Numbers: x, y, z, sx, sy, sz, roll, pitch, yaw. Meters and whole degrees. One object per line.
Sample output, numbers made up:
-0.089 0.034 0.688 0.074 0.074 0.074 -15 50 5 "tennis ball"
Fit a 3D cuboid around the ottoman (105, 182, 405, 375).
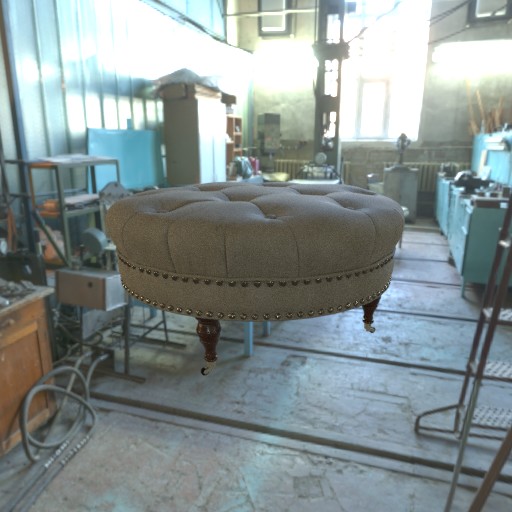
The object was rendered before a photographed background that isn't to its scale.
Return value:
0.000 0.000 1.435 0.901 0.439 0.901 0 15 0 "ottoman"
